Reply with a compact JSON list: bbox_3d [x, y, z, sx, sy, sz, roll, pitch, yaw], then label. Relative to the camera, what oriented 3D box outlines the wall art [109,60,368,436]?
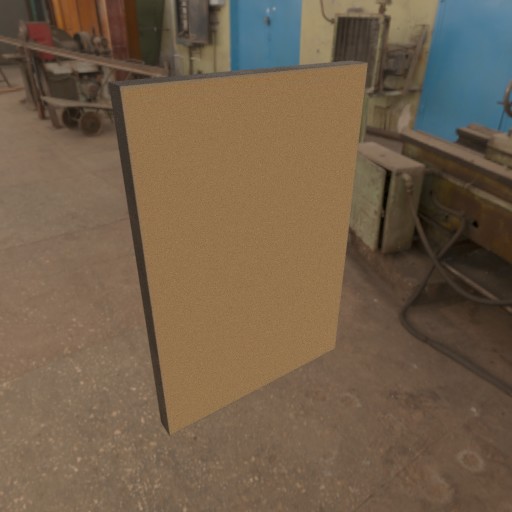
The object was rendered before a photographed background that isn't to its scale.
[{"bbox_3d":[0.000,0.000,0.589,0.313,0.457,0.031,-19,35,-30],"label":"wall art"}]
